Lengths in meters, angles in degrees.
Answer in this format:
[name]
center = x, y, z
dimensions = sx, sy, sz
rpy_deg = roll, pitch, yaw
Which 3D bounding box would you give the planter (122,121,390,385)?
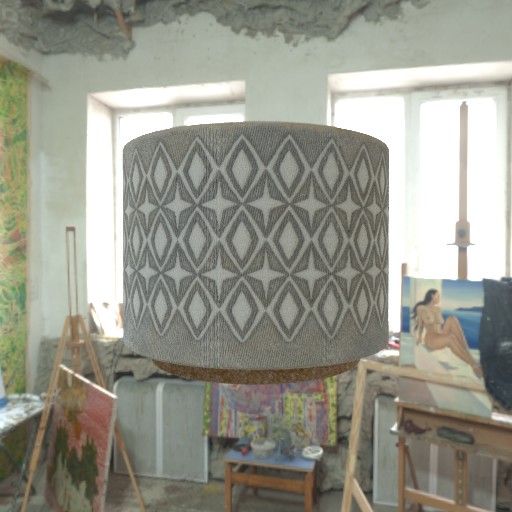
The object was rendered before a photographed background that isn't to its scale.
[planter]
center = 0.000, 0.000, 0.285
dimensions = 0.164, 0.127, 0.164
rpy_deg = 0, 1, 0
